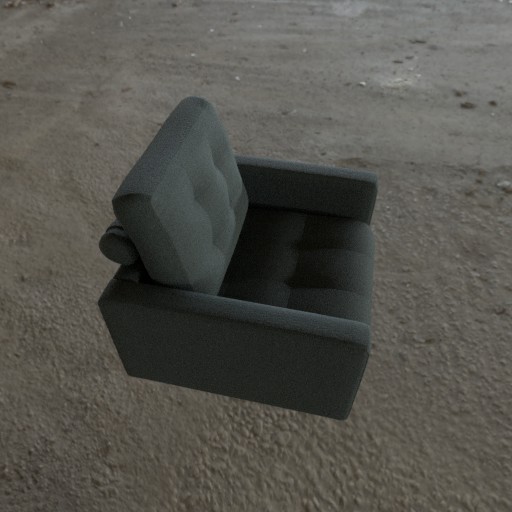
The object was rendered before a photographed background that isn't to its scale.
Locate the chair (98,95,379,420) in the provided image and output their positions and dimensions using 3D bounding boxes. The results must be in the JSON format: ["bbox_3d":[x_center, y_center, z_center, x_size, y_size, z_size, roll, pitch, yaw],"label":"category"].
[{"bbox_3d":[0.000,0.000,1.580,0.843,0.880,0.821,9,47,9],"label":"chair"}]
